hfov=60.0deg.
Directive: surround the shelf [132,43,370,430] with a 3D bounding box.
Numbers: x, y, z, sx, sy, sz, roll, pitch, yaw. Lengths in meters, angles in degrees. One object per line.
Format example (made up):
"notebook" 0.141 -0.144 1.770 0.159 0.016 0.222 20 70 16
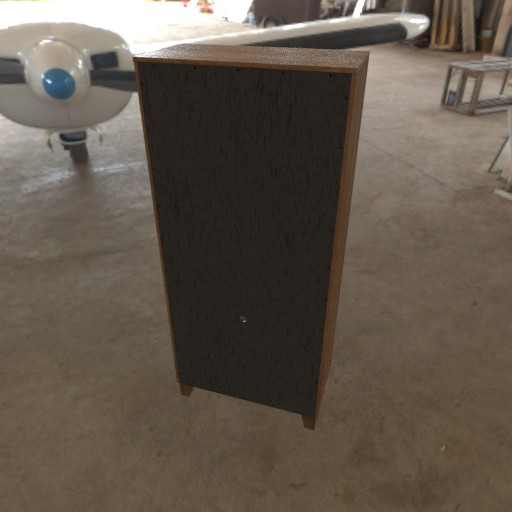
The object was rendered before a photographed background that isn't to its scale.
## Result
"shelf" 0.000 0.000 2.303 0.864 1.930 0.453 10 33 15
